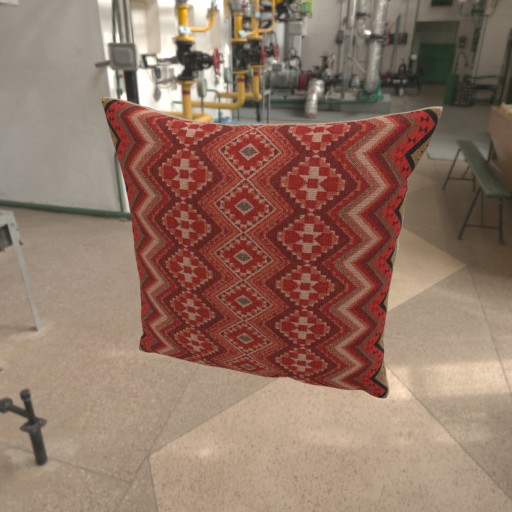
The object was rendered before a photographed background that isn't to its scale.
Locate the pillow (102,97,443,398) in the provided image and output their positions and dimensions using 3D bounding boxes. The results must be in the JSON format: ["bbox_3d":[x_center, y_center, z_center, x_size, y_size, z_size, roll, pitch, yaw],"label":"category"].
[{"bbox_3d":[0.000,0.000,0.762,0.513,0.511,0.158,7,27,14],"label":"pillow"}]
